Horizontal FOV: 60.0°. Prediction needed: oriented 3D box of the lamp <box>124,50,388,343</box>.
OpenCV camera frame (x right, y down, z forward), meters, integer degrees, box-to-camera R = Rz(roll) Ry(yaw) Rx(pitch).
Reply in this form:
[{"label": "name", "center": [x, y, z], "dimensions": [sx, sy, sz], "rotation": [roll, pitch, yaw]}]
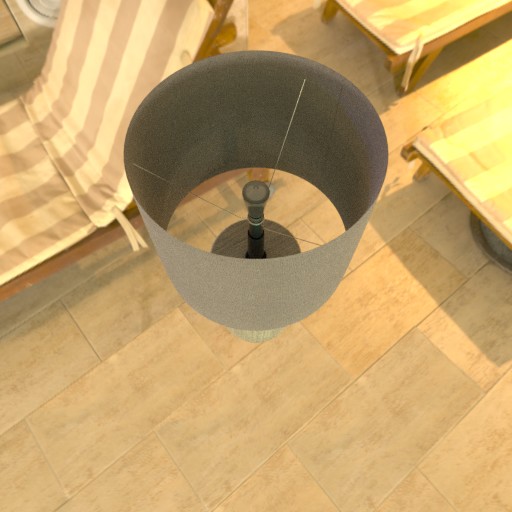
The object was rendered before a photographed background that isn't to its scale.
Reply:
[{"label": "lamp", "center": [0.000, 0.000, 0.579], "dimensions": [0.228, 0.444, 0.228], "rotation": [-31, 68, -14]}]
